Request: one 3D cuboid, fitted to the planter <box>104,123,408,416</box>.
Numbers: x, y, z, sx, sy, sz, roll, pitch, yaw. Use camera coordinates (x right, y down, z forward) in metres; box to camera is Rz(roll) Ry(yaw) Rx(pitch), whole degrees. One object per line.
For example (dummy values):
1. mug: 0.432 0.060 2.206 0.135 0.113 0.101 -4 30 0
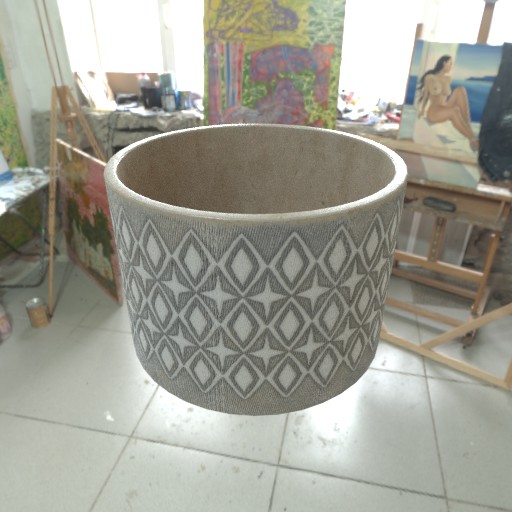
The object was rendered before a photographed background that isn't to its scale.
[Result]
1. planter: 0.000 0.000 0.280 0.164 0.127 0.164 0 30 0
